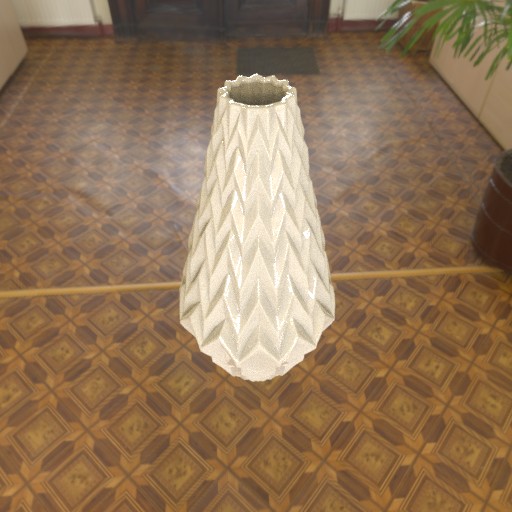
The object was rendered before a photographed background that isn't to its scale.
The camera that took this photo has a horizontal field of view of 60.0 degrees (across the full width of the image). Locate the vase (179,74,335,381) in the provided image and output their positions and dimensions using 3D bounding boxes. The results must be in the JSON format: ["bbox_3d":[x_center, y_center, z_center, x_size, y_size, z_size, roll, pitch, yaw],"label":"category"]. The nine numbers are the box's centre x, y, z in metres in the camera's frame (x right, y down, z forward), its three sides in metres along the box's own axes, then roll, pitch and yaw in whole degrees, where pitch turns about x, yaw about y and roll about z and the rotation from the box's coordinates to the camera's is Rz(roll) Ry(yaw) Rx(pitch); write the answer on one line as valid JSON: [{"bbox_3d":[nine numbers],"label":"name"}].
[{"bbox_3d":[0.000,0.000,0.425,0.167,0.328,0.167,0,45,0],"label":"vase"}]
